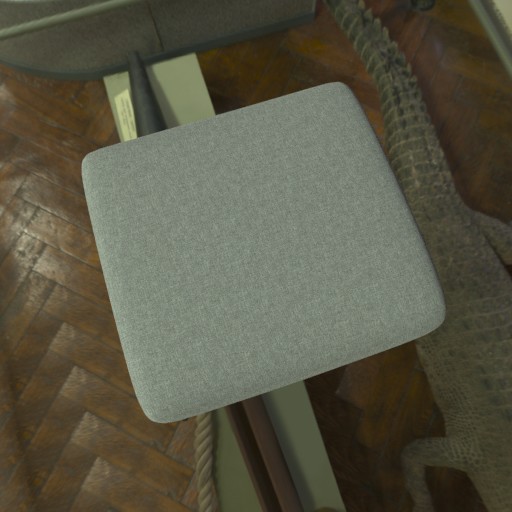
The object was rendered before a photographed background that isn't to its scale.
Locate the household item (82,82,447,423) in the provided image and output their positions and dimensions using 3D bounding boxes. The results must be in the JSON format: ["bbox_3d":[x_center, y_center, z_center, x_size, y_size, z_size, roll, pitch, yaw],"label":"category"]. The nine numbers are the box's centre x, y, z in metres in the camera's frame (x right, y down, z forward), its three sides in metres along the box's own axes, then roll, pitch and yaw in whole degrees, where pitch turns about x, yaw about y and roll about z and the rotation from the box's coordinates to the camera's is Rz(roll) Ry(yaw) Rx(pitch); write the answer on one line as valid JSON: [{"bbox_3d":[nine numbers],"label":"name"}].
[{"bbox_3d":[0.000,0.000,0.898,0.530,0.410,0.530,-18,75,-5],"label":"household item"}]
